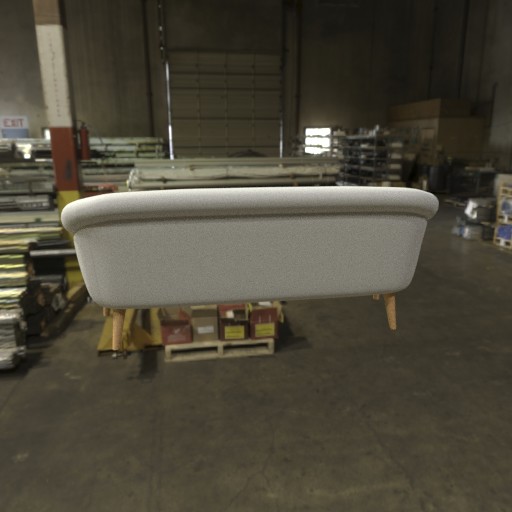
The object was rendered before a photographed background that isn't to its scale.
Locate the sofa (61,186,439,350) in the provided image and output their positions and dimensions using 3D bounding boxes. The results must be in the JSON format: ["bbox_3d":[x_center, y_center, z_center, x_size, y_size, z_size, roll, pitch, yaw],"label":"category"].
[{"bbox_3d":[0.000,0.000,2.493,2.160,0.795,0.827,-2,15,-9],"label":"sofa"}]
